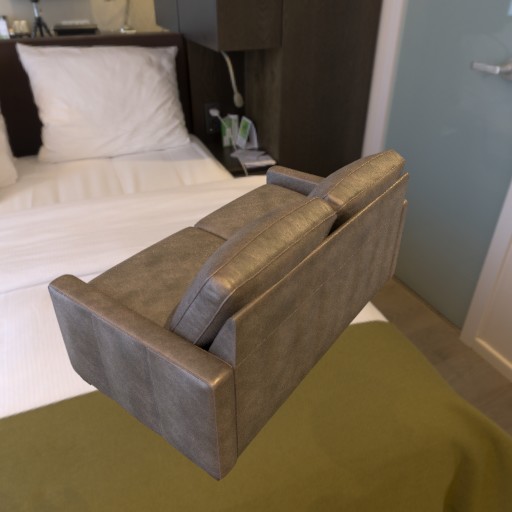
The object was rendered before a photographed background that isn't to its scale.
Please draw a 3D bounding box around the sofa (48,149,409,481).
[{"bbox_3d":[0.000,0.000,2.258,0.939,0.916,1.732,22,38,30],"label":"sofa"}]
